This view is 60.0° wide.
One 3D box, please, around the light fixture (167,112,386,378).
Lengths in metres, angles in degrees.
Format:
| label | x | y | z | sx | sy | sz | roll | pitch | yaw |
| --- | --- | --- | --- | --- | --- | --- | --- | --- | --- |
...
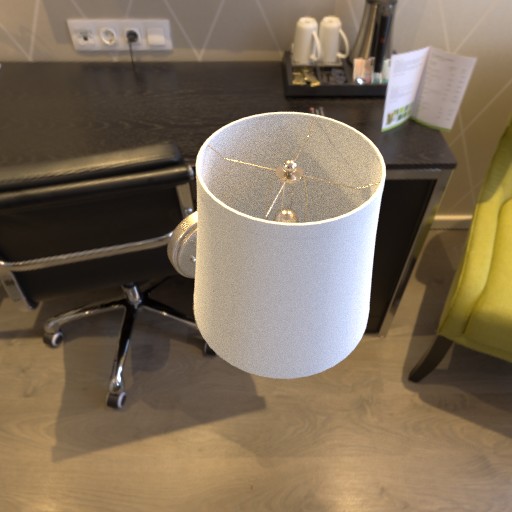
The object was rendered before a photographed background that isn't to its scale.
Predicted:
| label | x | y | z | sx | sy | sz | roll | pitch | yaw |
| --- | --- | --- | --- | --- | --- | --- | --- | --- | --- |
| light fixture | 0.000 | 0.000 | 0.591 | 0.223 | 0.381 | 0.348 | -24 | 52 | -20 |
